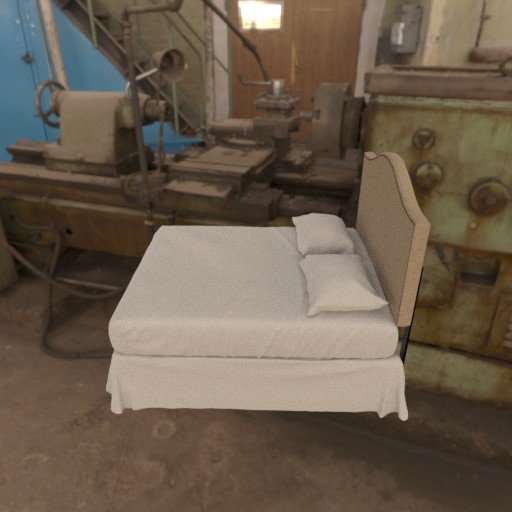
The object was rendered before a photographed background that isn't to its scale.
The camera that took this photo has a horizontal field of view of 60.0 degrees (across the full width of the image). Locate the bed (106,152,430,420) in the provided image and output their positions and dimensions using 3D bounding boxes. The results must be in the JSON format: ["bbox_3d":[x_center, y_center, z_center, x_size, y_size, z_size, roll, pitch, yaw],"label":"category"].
[{"bbox_3d":[0.000,0.000,3.561,2.221,1.645,1.876,1,28,1],"label":"bed"}]
